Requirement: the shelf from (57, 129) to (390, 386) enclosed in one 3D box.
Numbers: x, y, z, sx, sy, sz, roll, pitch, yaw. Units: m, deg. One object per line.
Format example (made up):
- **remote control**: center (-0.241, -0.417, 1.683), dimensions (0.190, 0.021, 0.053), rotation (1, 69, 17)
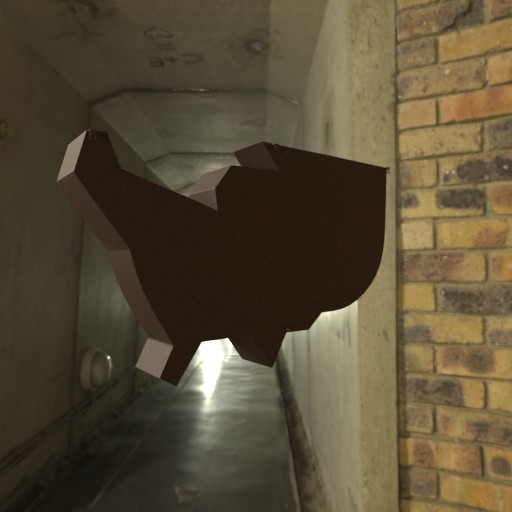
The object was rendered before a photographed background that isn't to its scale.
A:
- **shelf**: center (0.000, 0.000, 0.895), dimensions (0.729, 0.439, 0.112), rotation (1, -1, -37)
